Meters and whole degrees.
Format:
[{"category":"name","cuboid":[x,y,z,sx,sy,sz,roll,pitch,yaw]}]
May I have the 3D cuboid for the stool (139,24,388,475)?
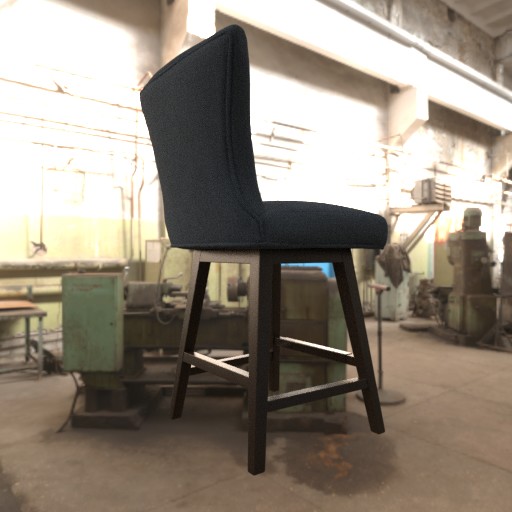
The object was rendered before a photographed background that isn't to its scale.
[{"category":"stool","cuboid":[0.000,0.000,1.282,0.574,1.000,0.514,0,1,-37]}]
